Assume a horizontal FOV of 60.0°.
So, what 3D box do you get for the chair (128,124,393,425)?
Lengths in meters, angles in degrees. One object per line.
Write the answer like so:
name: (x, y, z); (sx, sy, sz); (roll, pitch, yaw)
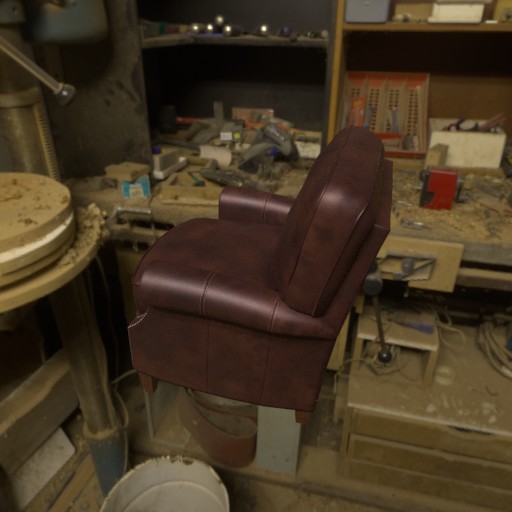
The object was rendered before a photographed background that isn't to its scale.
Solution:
chair: (0.000, 0.000, 1.822); (0.986, 1.018, 0.936); (8, 30, 14)
